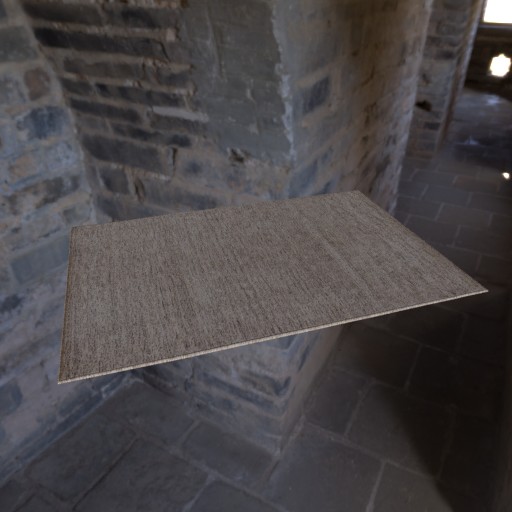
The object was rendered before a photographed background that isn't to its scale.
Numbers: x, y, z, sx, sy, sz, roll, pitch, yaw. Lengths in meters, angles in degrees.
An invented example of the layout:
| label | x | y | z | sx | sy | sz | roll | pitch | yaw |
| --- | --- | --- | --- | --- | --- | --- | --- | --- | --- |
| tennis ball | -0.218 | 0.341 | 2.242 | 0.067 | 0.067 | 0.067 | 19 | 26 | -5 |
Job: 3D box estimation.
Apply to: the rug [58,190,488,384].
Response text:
| label | x | y | z | sx | sy | sz | roll | pitch | yaw |
| --- | --- | --- | --- | --- | --- | --- | --- | --- | --- |
| rug | 0.000 | 0.000 | 2.262 | 1.822 | 0.018 | 1.211 | -9 | 33 | -15 |
